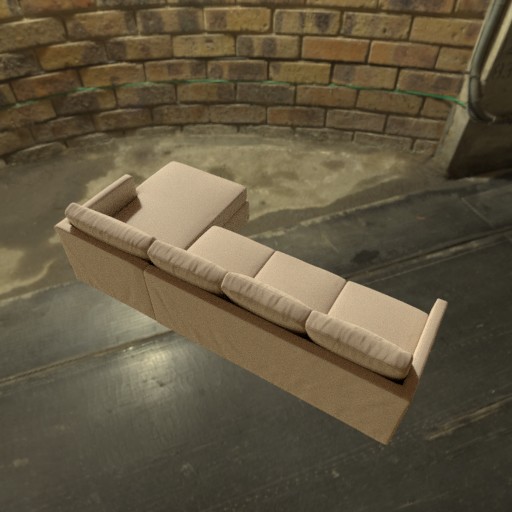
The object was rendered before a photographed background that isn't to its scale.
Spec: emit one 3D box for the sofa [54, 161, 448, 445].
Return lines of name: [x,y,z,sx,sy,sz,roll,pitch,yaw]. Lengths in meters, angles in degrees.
sofa: [0.000,0.000,3.952,3.206,0.871,1.622,23,50,21]
